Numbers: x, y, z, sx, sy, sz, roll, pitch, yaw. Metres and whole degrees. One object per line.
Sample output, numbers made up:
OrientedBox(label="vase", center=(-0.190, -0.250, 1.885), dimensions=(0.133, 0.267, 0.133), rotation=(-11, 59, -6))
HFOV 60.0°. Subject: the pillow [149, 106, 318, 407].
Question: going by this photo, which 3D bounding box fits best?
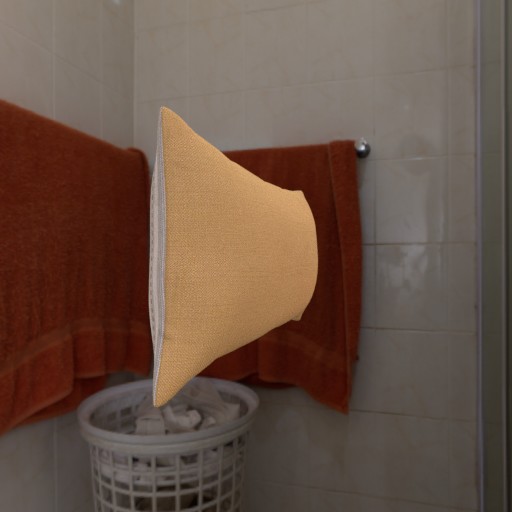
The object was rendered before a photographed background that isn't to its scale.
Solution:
OrientedBox(label="pillow", center=(0.000, 0.000, 0.714), dimensions=(0.151, 0.291, 0.608), rotation=(0, 0, 19))
